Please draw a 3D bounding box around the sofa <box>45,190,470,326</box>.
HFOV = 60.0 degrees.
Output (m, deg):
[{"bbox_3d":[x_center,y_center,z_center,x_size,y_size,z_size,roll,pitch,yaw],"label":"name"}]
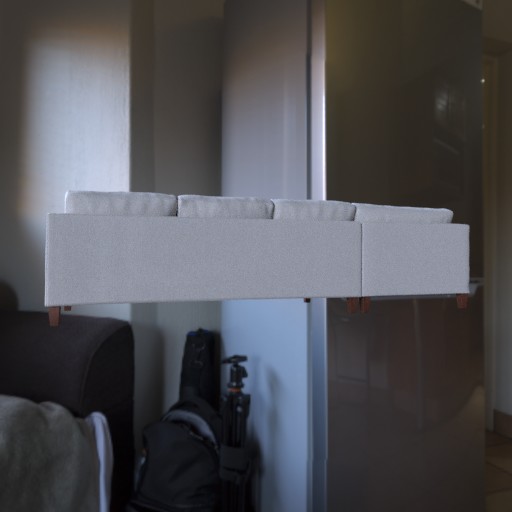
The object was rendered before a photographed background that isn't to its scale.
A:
[{"bbox_3d":[0.000,0.000,3.905,3.186,0.861,1.625,0,0,-18],"label":"sofa"}]
